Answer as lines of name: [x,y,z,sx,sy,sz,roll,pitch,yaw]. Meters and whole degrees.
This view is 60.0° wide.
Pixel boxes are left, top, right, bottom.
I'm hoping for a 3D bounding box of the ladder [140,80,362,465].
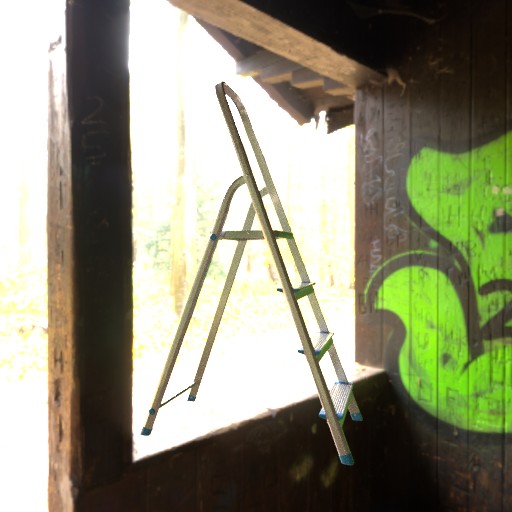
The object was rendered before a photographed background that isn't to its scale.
ladder: [0.000,0.000,1.855,0.842,1.434,0.445,0,1,17]
